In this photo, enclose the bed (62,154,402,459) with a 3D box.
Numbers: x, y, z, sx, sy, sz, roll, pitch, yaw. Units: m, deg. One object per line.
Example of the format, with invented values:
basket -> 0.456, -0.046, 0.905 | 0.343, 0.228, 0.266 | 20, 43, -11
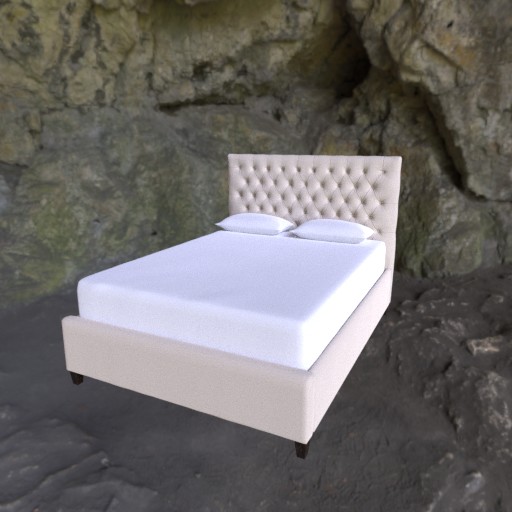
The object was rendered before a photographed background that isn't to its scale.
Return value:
bed -> 0.000, 0.000, 3.342 | 1.696, 1.426, 2.233 | 7, 16, 25
